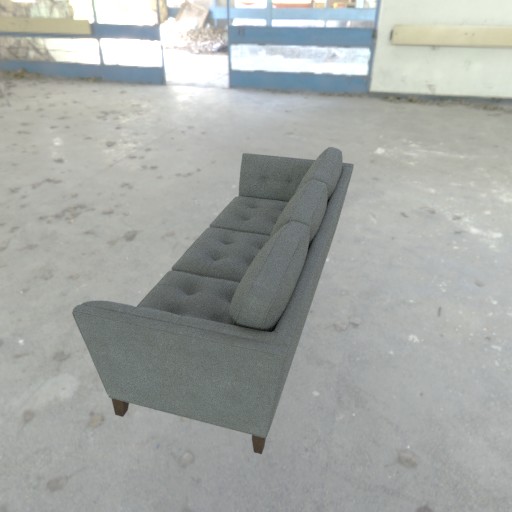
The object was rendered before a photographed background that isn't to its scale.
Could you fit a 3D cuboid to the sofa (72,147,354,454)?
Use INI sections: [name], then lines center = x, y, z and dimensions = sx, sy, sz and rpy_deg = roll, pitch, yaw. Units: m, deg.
[sofa]
center = 0.000, 0.000, 2.940
dimensions = 0.965, 0.940, 2.387
rpy_deg = 9, 31, 15
